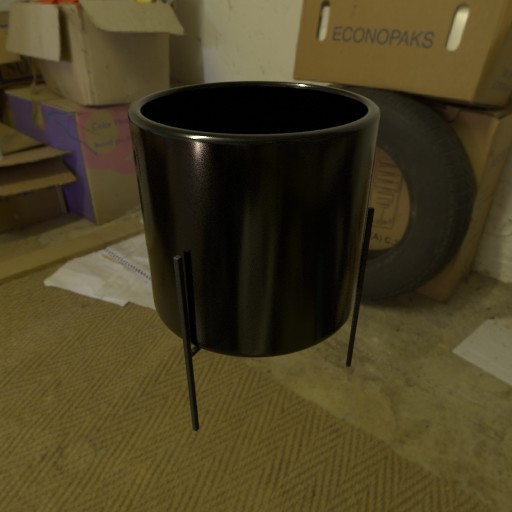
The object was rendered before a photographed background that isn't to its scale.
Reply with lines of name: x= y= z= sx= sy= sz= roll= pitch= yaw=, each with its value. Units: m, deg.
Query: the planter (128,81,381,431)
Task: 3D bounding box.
planter: x=0.000 y=0.000 z=0.646 sx=0.310 sy=0.432 sz=0.310 roll=9 pitch=33 yaw=15
